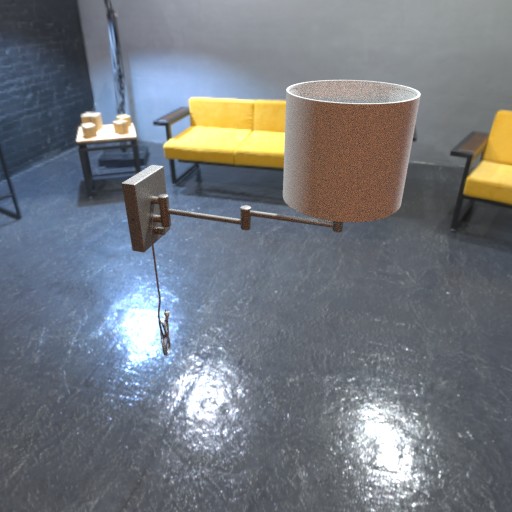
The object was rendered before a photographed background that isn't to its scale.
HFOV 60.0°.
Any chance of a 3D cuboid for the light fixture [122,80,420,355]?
[{"bbox_3d":[0.000,0.000,0.894,0.516,0.651,0.203,10,31,16],"label":"light fixture"}]
